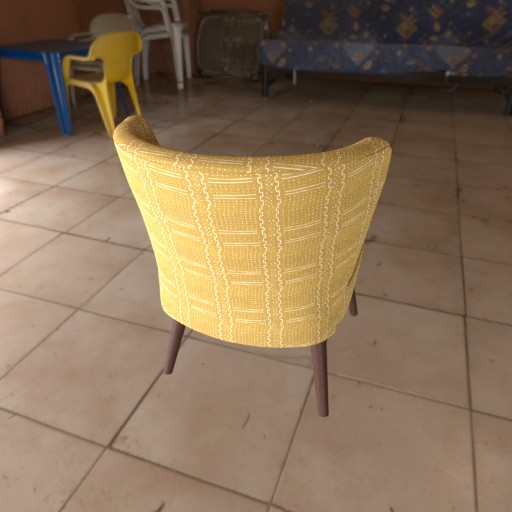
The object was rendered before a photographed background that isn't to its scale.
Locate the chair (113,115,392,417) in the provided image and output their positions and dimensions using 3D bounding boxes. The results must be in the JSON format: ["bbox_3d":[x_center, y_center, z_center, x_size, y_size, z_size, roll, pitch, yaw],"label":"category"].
[{"bbox_3d":[0.000,0.000,1.377,0.706,0.866,0.758,10,33,16],"label":"chair"}]
